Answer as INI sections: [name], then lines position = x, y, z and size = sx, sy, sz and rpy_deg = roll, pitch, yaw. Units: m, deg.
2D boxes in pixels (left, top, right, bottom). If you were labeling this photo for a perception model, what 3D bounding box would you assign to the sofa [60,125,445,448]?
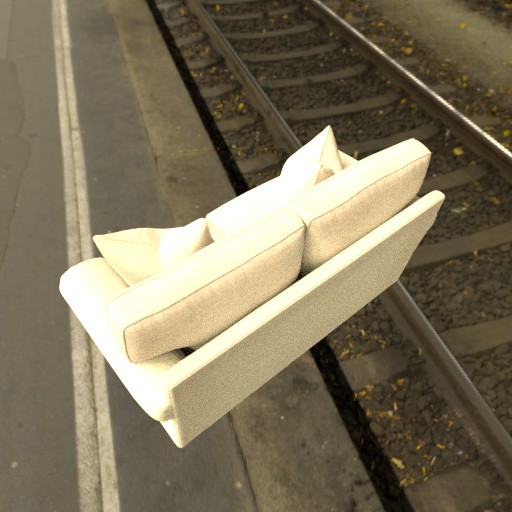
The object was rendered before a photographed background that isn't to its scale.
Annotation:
[sofa]
position = 0.000, 0.000, 2.212
size = 1.701, 0.966, 0.966
rpy_deg = -31, 54, -26
